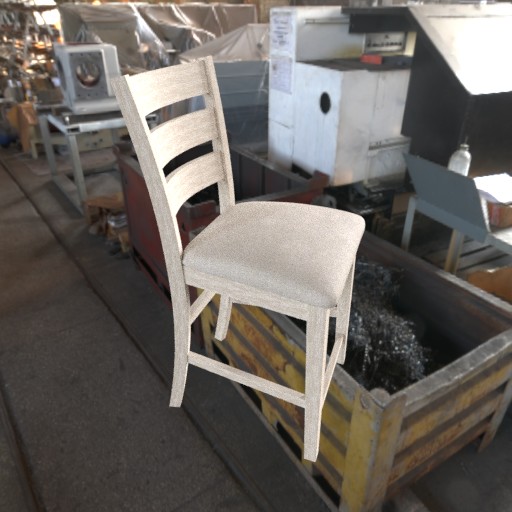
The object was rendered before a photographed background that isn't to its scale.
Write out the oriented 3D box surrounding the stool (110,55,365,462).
[{"bbox_3d":[0.000,0.000,1.308,0.569,1.032,0.484,10,31,18],"label":"stool"}]
